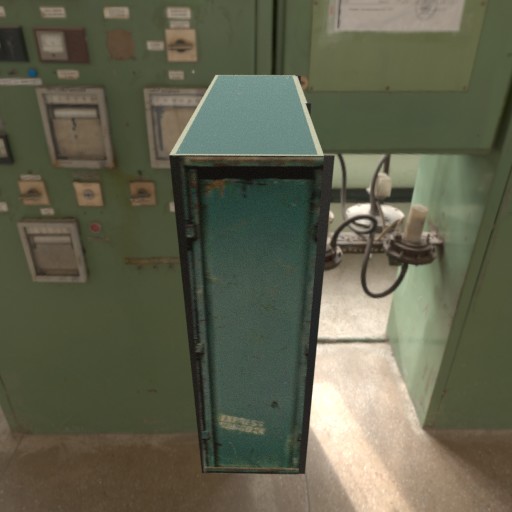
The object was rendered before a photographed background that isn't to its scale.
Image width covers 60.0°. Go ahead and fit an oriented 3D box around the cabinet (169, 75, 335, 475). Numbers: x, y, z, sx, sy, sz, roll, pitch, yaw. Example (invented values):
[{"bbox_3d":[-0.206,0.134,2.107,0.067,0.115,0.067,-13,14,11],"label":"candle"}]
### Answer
[{"bbox_3d":[0.000,0.000,3.230,0.680,2.160,2.000,1,31,1],"label":"cabinet"}]
